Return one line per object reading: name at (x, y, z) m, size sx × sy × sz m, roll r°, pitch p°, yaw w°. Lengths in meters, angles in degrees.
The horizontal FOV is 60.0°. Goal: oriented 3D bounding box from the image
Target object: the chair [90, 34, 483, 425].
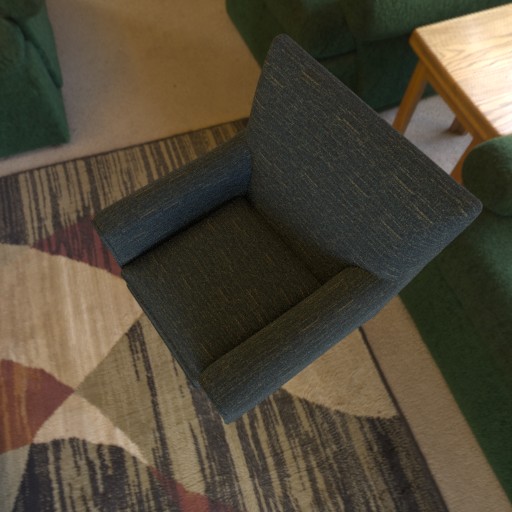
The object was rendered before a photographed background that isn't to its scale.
chair at (0.000, 0.000, 1.608) m, size 0.873 × 0.928 × 0.864 m, roll -34°, pitch 68°, yaw -16°
